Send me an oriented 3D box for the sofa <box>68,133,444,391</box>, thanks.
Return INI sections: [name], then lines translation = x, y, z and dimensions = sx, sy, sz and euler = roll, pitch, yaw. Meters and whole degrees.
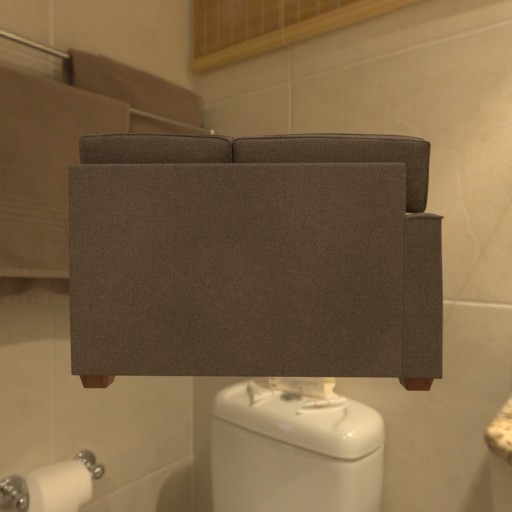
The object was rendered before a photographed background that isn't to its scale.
[sofa]
translation = 0.000, 0.000, 2.077
dimensions = 1.388, 0.989, 0.991
euler = 0, 1, 1
